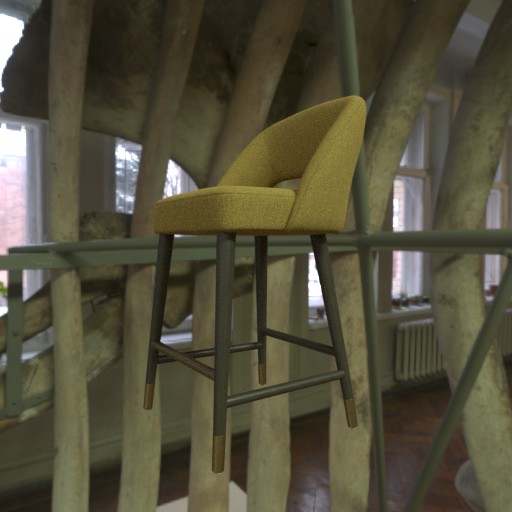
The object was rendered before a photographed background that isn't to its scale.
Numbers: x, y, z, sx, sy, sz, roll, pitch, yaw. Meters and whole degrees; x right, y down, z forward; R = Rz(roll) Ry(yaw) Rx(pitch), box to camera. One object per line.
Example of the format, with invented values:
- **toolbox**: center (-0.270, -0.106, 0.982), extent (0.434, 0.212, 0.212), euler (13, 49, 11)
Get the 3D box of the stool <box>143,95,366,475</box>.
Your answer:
- **stool**: center (0.000, 0.000, 1.281), extent (0.522, 0.939, 0.536), euler (-1, 3, -34)
